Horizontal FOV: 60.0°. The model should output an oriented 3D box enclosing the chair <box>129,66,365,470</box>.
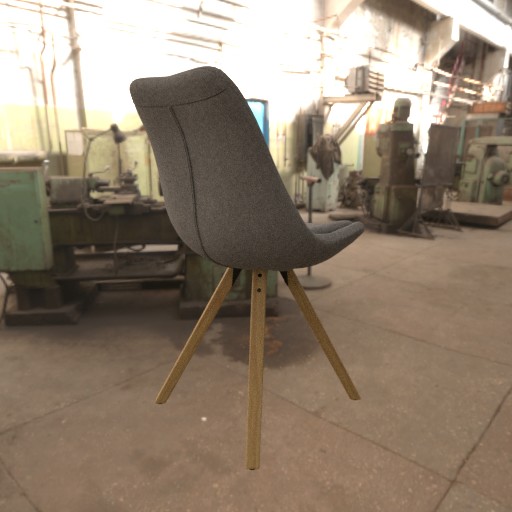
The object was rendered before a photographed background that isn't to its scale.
[{"bbox_3d":[0.000,0.000,1.186,0.483,0.865,0.550,14,20,43],"label":"chair"}]
